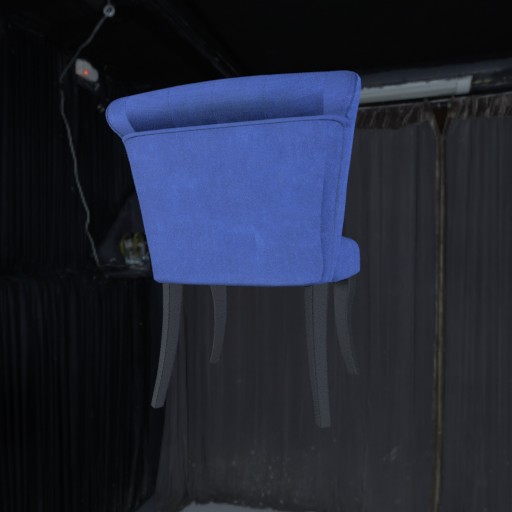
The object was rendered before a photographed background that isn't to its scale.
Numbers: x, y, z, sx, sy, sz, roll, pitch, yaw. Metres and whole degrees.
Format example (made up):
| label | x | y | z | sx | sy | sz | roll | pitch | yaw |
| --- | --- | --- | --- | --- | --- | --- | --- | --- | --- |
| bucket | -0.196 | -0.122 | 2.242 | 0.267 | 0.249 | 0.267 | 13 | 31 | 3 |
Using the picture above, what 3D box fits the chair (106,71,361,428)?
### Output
| label | x | y | z | sx | sy | sz | roll | pitch | yaw |
| --- | --- | --- | --- | --- | --- | --- | --- | --- | --- |
| chair | 0.000 | 0.000 | 1.196 | 0.585 | 0.753 | 0.606 | 0 | 0 | 18 |
